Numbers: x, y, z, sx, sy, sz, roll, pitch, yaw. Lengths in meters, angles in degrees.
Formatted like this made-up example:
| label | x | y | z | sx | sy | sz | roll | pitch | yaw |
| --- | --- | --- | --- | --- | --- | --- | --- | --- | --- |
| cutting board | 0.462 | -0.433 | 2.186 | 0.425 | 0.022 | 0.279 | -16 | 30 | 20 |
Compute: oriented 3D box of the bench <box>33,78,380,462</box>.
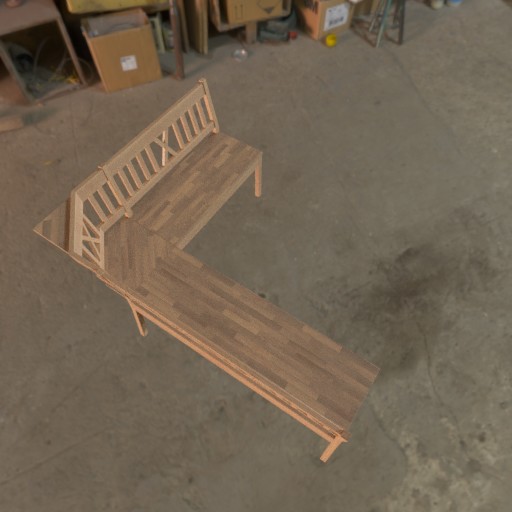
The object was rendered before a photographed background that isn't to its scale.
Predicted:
| label | x | y | z | sx | sy | sz | roll | pitch | yaw |
| --- | --- | --- | --- | --- | --- | --- | --- | --- | --- |
| bench | 0.000 | 0.000 | 2.809 | 1.937 | 0.902 | 1.537 | 30 | 62 | 17 |
